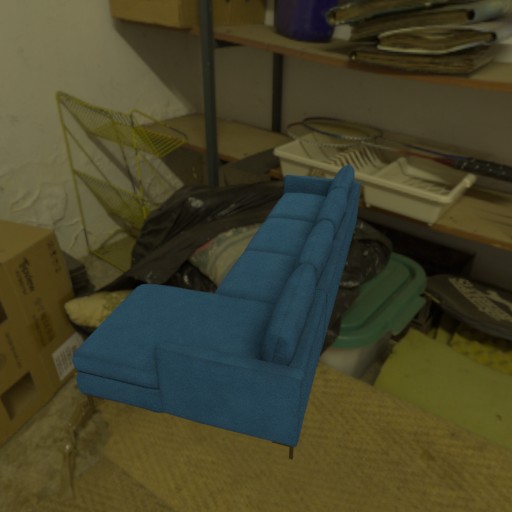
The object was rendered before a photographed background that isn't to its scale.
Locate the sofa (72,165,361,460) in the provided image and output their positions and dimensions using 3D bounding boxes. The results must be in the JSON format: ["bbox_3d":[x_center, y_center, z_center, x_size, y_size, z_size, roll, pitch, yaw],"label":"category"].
[{"bbox_3d":[0.000,0.000,3.567,1.350,0.810,2.932,9,30,15],"label":"sofa"}]
